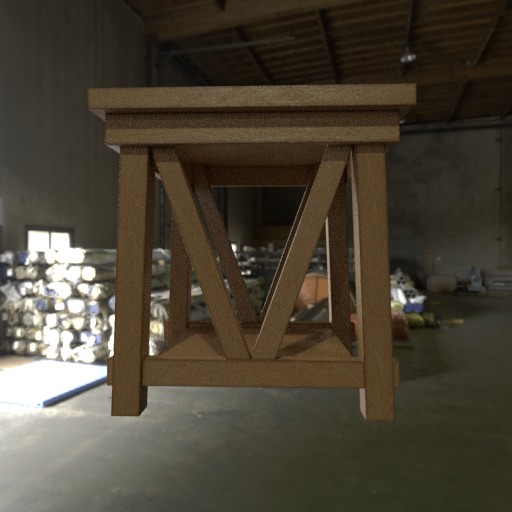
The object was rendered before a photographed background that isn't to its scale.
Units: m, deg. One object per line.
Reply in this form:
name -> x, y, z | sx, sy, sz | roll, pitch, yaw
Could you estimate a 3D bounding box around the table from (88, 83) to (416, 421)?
table -> 0.000, 0.000, 1.131 | 0.612, 0.638, 0.610 | 0, 0, 2
